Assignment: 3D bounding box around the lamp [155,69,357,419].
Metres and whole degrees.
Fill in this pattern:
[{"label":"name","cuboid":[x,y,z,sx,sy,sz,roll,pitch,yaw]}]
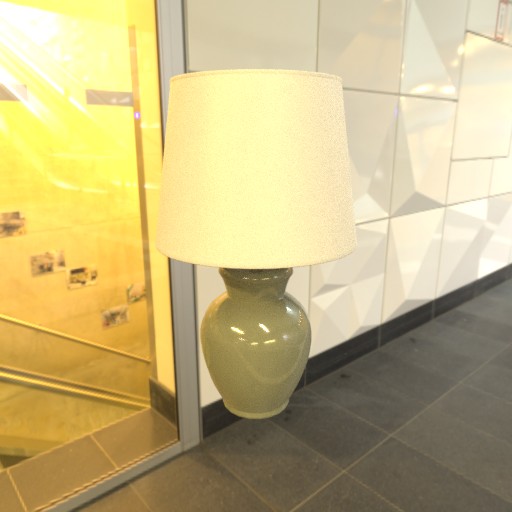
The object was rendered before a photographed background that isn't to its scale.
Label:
[{"label":"lamp","cuboid":[0.000,0.000,0.542,0.239,0.399,0.239,0,15,0]}]
